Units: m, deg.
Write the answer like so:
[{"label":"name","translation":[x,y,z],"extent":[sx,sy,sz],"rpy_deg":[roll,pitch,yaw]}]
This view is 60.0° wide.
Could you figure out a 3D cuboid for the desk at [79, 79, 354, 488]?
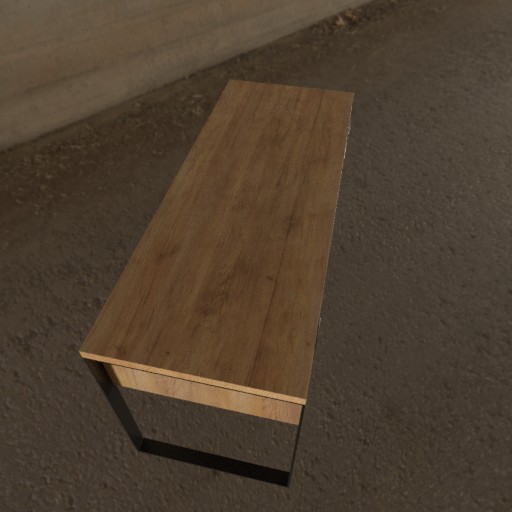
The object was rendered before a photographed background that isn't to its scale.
[{"label":"desk","translation":[0.000,0.000,1.884],"extent":[0.600,0.760,1.520],"rpy_deg":[9,49,8]}]
